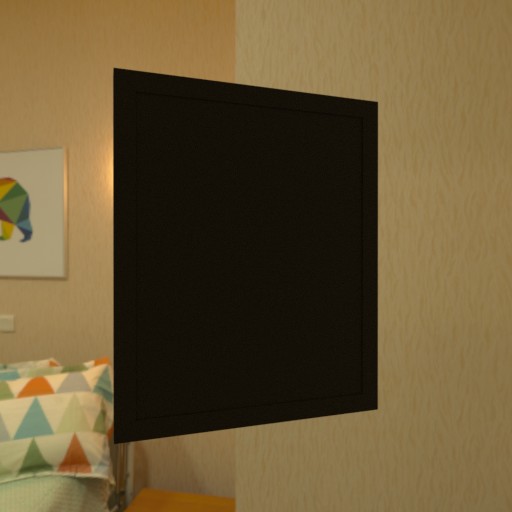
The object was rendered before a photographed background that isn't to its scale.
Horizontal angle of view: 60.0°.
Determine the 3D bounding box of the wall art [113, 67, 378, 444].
[{"bbox_3d":[0.000,0.000,0.746,0.457,0.559,0.033,0,0,-19],"label":"wall art"}]
